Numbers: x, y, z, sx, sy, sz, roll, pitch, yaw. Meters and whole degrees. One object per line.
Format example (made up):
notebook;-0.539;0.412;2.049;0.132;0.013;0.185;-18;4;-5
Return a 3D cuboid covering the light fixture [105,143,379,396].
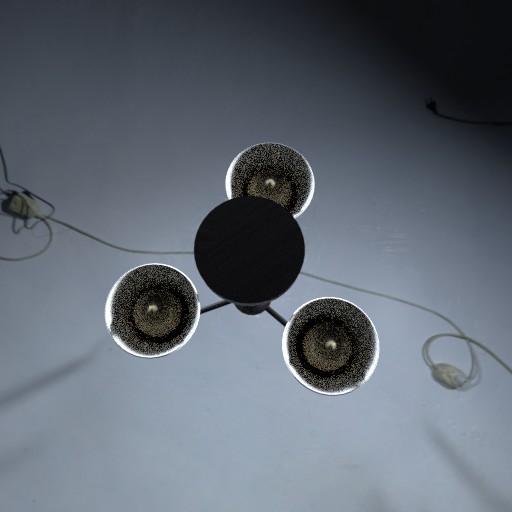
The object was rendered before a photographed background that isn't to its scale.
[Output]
light fixture;0.000;0.000;0.666;0.388;0.370;0.354;11;77;3
